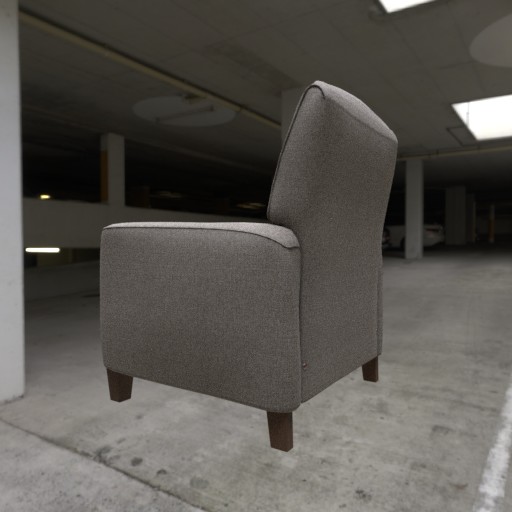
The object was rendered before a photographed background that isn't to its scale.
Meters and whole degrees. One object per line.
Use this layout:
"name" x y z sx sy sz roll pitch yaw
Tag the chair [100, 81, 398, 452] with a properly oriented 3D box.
"chair" 0.000 0.000 1.657 0.864 1.014 0.848 1 2 34
